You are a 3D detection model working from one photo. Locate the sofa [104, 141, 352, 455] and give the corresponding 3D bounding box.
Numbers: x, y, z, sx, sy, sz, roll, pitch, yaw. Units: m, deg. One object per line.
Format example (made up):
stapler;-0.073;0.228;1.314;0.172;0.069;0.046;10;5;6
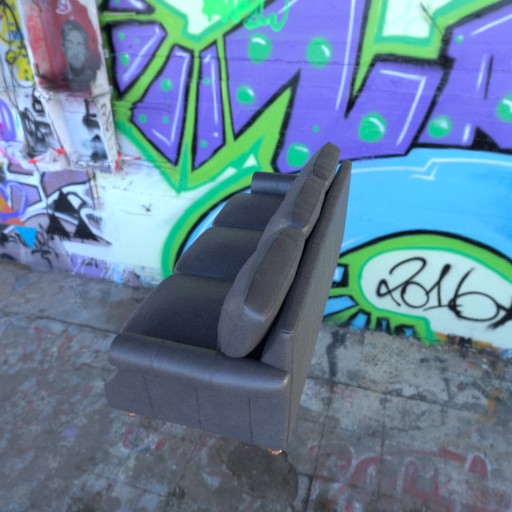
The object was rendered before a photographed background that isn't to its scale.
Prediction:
sofa;0.000;0.000;2.922;0.974;0.977;2.387;9;32;14
